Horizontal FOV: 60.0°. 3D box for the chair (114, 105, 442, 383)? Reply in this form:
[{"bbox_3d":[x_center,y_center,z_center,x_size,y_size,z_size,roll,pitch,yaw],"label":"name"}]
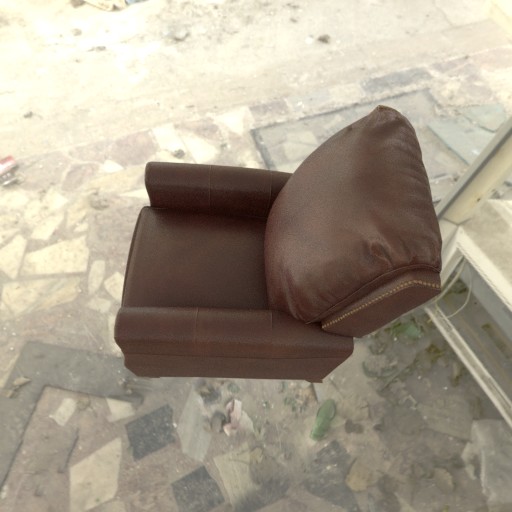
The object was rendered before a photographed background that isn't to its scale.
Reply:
[{"bbox_3d":[0.000,0.000,1.769,1.089,1.022,0.826,1,58,1],"label":"chair"}]
